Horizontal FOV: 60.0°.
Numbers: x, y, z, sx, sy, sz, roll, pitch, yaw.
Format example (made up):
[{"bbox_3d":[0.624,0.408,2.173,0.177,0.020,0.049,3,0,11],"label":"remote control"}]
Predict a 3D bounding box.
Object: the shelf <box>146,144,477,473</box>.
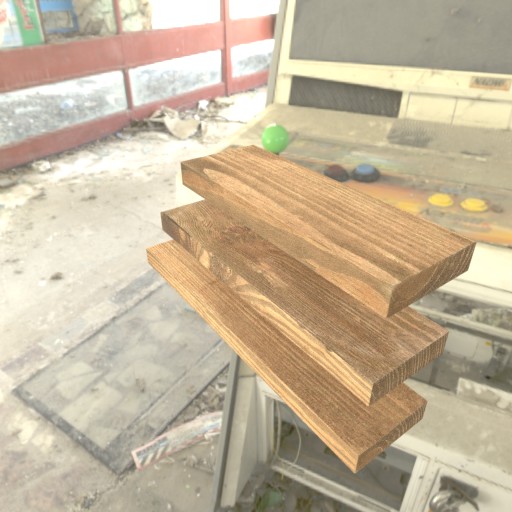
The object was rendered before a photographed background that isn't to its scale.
[{"bbox_3d":[0.000,0.000,0.726,0.140,0.293,0.610,-22,38,-30],"label":"shelf"}]
